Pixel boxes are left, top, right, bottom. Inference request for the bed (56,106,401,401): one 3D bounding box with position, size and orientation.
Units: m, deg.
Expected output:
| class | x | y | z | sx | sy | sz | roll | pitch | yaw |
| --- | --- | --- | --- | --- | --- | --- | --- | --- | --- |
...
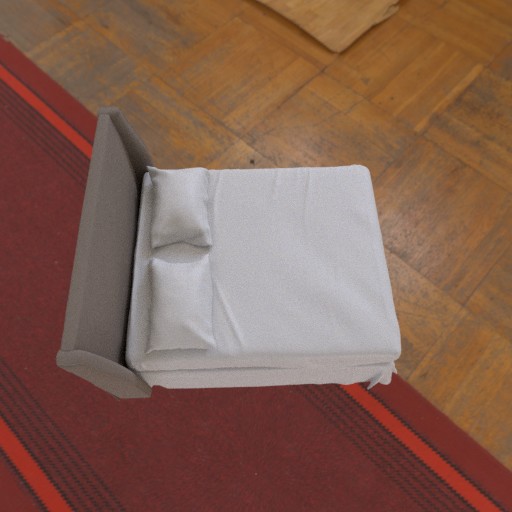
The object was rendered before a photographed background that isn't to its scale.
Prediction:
| class | x | y | z | sx | sy | sz | roll | pitch | yaw |
| --- | --- | --- | --- | --- | --- | --- | --- | --- | --- |
| bed | 0.000 | 0.000 | 3.429 | 2.276 | 1.332 | 1.925 | -2 | 64 | -1 |
